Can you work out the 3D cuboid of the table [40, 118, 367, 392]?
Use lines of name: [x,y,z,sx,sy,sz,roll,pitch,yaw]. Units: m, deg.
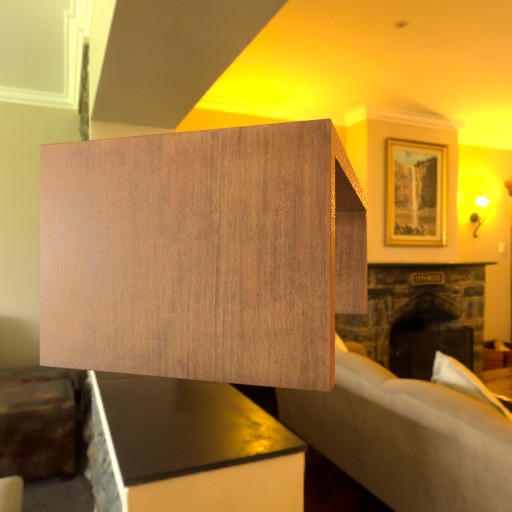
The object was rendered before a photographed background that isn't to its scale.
table: [0.000,0.000,1.235,0.549,0.419,1.000,0,0,17]
